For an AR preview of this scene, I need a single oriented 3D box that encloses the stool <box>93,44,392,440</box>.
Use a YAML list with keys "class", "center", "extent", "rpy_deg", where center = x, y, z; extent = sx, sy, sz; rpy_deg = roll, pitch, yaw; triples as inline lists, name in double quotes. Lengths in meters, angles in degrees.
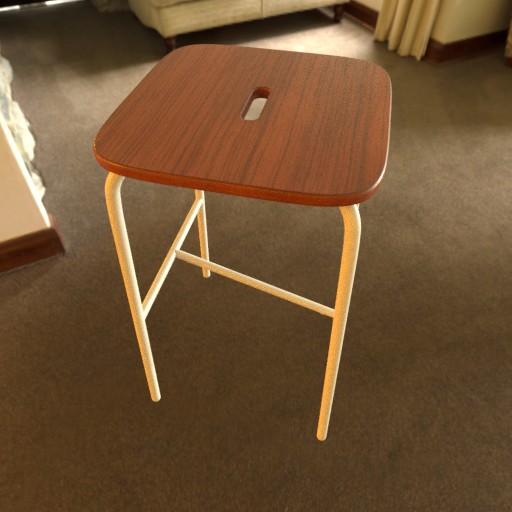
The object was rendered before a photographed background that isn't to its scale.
- class: "stool"
  center: [0.000, 0.000, 0.824]
  extent: [0.376, 0.610, 0.376]
  rpy_deg: [10, 48, 9]
